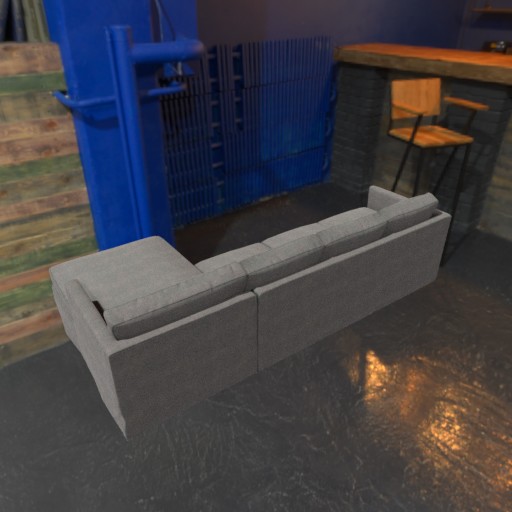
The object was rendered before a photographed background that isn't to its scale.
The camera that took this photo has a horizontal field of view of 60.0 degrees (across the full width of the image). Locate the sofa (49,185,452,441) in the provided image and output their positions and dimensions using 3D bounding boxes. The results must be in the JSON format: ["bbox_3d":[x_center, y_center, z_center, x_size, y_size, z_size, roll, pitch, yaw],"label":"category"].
[{"bbox_3d":[0.000,0.000,3.925,3.205,0.922,1.650,-20,36,-30],"label":"sofa"}]
